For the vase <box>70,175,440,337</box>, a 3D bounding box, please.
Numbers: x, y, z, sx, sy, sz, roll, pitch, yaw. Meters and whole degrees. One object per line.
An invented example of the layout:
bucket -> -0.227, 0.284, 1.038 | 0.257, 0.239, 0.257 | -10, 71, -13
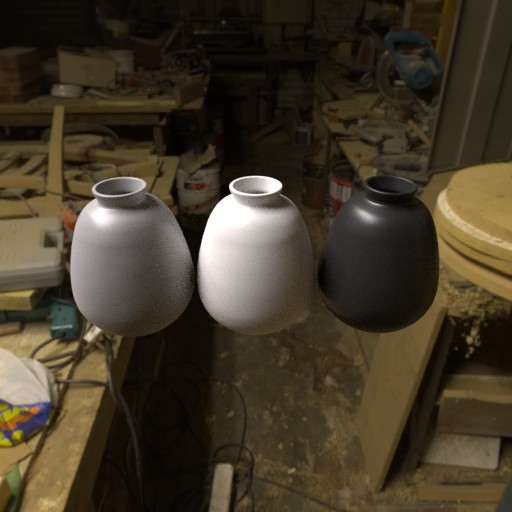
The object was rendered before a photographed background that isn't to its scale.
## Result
vase -> 0.000, 0.000, 0.358 | 0.297, 0.122, 0.097 | -1, 31, -1
